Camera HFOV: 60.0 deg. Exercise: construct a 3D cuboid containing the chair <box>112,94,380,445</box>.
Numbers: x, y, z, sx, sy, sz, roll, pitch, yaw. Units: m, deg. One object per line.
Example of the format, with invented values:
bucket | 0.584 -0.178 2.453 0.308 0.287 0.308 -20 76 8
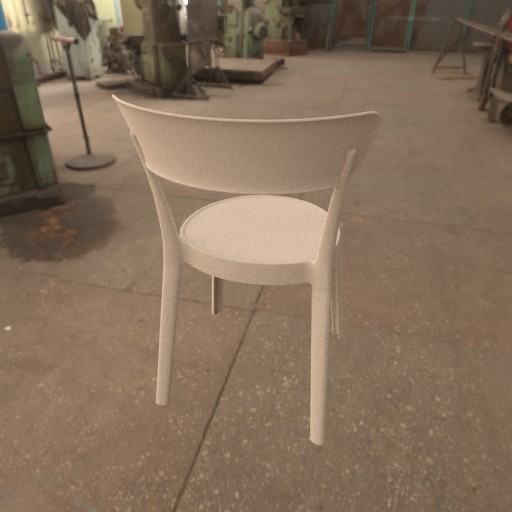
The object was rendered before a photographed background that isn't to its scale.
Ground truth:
chair | 0.000 0.000 1.095 0.506 0.790 0.491 9 32 14
